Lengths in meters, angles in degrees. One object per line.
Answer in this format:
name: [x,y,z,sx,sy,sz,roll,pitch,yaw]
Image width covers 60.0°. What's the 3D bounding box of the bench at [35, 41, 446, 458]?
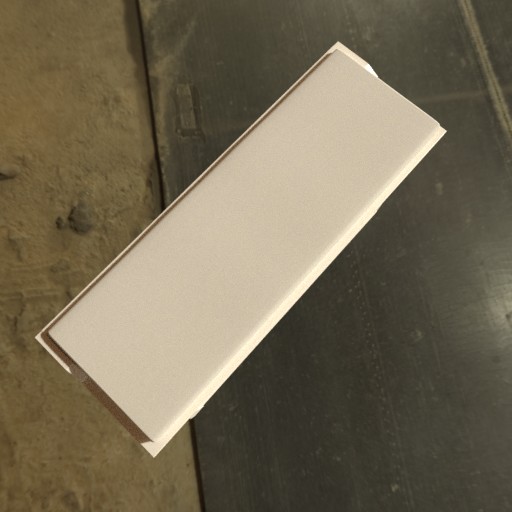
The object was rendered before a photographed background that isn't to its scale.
bench: [0.000,0.000,1.246,0.346,0.589,0.987,41,79,10]
